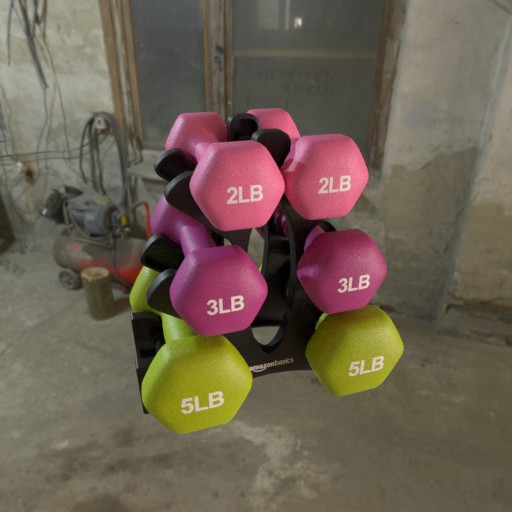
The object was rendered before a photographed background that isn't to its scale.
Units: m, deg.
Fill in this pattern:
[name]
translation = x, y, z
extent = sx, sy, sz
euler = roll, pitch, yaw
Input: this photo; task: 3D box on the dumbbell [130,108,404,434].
[dumbbell]
translation = 0.000, 0.000, 0.443
extent = 0.257, 0.261, 0.203
euler = -8, 28, -15
